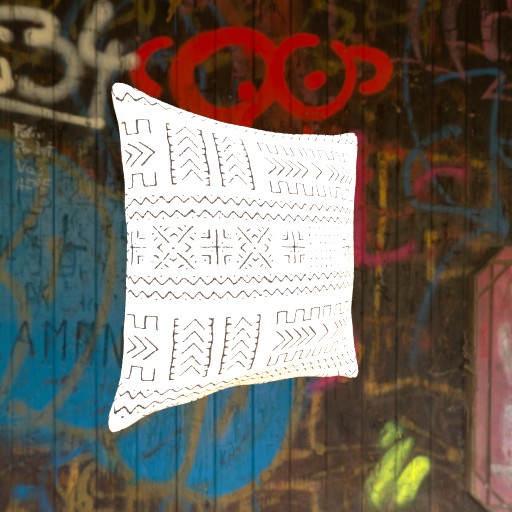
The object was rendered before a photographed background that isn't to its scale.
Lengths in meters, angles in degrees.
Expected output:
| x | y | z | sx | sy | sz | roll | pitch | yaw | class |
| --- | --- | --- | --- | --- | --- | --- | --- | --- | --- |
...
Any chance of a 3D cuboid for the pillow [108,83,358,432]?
| x | y | z | sx | sy | sz | roll | pitch | yaw | class |
| --- | --- | --- | --- | --- | --- | --- | --- | --- | --- |
| 0.000 | 0.000 | 0.658 | 0.438 | 0.430 | 0.164 | 0 | 1 | -36 | pillow |
